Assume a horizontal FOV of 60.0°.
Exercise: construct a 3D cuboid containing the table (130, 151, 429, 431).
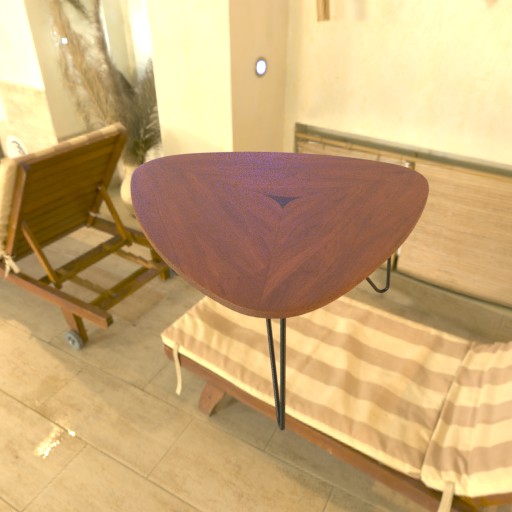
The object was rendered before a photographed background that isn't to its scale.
[{"bbox_3d":[0.000,0.000,1.305,0.821,0.413,0.833,21,38,29],"label":"table"}]
